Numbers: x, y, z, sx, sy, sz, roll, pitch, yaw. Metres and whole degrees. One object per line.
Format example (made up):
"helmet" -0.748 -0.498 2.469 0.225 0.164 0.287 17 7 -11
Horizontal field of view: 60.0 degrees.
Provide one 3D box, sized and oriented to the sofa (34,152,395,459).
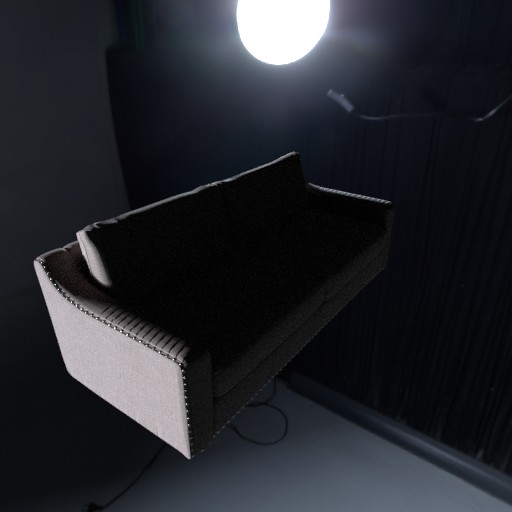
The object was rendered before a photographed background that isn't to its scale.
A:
"sofa" 0.000 0.000 2.738 1.000 0.857 2.208 18 32 32
